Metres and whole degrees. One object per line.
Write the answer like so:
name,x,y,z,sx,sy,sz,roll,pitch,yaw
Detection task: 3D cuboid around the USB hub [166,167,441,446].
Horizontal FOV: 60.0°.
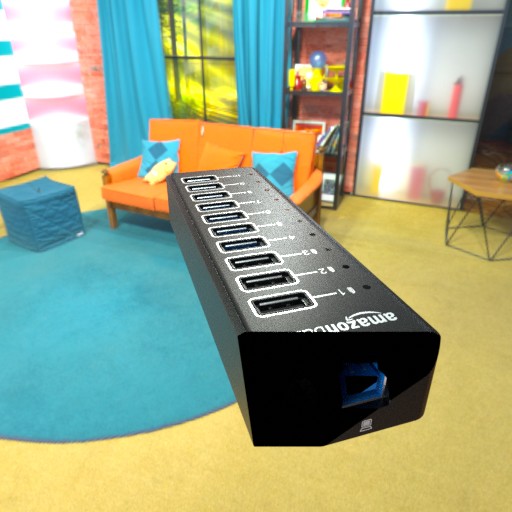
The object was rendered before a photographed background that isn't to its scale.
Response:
USB hub,0.000,0.000,0.158,0.044,0.023,0.145,-8,29,-16
